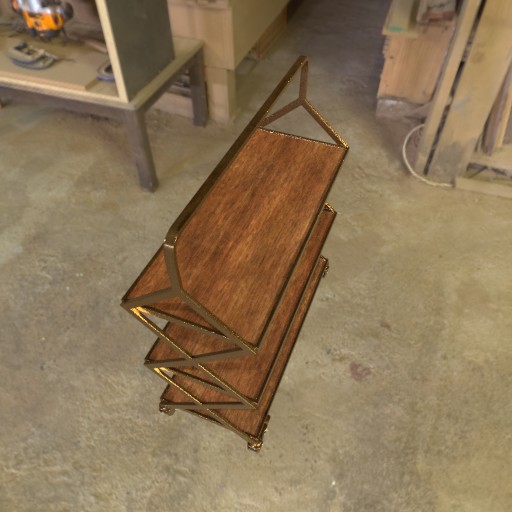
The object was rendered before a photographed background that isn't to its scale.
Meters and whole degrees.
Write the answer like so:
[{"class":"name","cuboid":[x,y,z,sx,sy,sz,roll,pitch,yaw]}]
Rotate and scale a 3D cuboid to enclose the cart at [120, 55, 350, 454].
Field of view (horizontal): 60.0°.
[{"class":"cart","cuboid":[0.000,0.000,1.177,0.313,0.805,0.723,17,51,14]}]
